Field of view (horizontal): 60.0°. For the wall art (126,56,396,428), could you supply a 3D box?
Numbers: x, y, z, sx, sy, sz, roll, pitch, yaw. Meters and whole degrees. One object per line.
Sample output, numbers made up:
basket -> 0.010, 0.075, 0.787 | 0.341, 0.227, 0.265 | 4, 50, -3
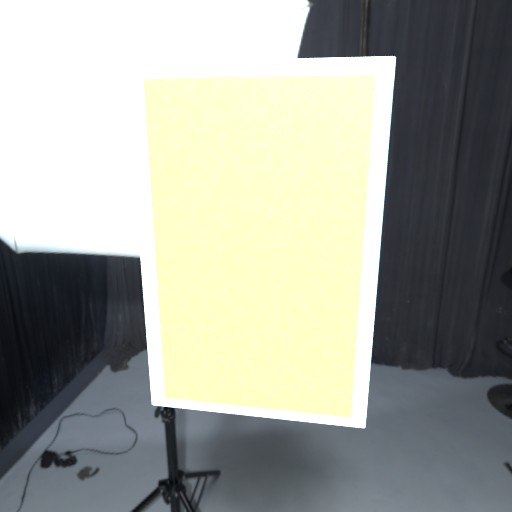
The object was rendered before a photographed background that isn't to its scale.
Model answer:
wall art -> 0.000, 0.000, 0.751 | 0.401, 0.610, 0.038 | 3, 17, 9
